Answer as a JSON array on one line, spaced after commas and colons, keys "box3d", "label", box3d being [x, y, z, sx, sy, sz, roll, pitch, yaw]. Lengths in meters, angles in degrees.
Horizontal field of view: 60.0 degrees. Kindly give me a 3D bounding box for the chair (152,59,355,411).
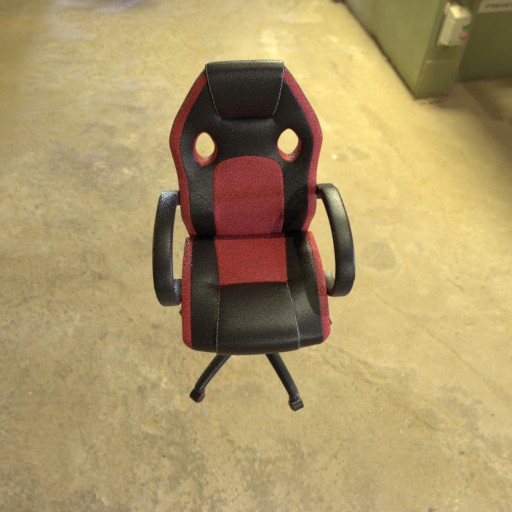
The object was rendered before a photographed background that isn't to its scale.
[{"box3d": [0.000, 0.000, 1.700, 0.750, 1.189, 0.783, -3, 49, -3], "label": "chair"}]
